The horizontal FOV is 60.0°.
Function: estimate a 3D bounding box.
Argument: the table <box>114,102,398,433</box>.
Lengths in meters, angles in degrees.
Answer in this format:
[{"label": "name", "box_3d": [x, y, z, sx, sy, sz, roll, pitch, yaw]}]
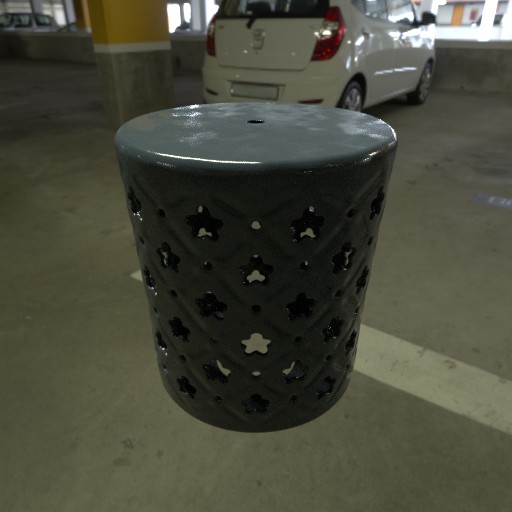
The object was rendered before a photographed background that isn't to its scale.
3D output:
[{"label": "table", "box_3d": [0.000, 0.000, 0.653, 0.352, 0.387, 0.352, 0, 28, 0]}]
